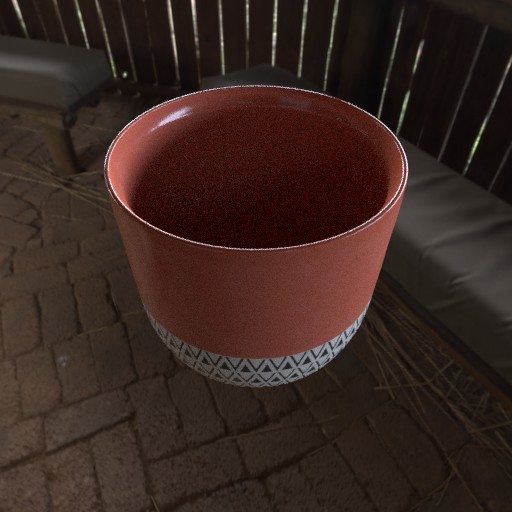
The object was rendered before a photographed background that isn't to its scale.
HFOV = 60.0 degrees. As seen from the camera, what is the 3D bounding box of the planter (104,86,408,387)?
[{"bbox_3d":[0.000,0.000,0.492,0.266,0.270,0.266,0,45,0],"label":"planter"}]
